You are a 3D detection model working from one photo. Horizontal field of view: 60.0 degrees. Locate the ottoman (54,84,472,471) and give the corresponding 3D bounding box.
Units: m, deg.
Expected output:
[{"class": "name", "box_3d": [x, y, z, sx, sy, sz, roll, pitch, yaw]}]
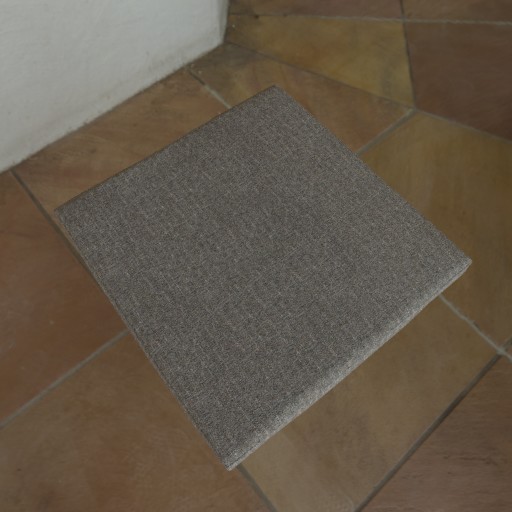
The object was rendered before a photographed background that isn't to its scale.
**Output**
[{"class": "ottoman", "box_3d": [0.000, 0.000, 1.573, 0.981, 0.379, 1.016, -35, 68, -16]}]
